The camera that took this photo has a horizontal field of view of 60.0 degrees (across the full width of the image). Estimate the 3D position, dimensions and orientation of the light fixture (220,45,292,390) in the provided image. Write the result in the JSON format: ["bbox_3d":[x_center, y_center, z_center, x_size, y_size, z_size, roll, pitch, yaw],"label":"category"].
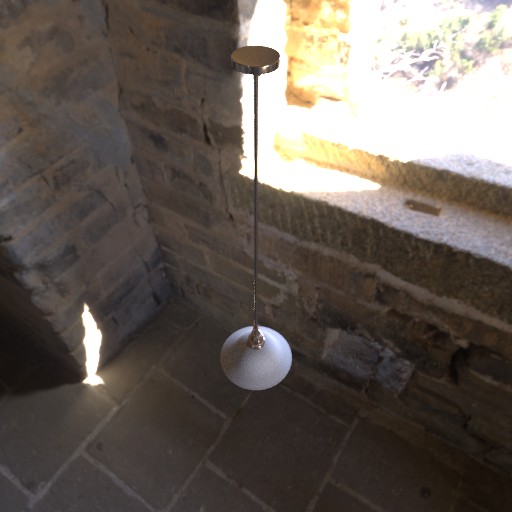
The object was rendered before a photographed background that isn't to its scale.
[{"bbox_3d":[0.000,0.000,1.507,0.324,1.354,0.324,-10,49,-9],"label":"light fixture"}]
